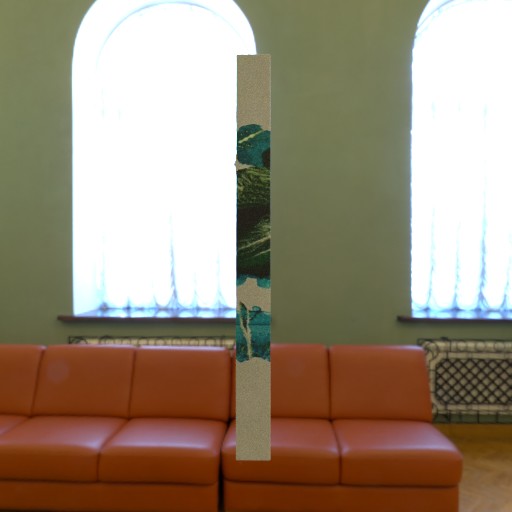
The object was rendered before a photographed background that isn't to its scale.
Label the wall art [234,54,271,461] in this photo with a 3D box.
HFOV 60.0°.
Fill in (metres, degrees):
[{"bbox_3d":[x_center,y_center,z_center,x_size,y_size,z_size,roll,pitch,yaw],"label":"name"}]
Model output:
[{"bbox_3d":[0.000,0.000,0.727,0.041,0.435,0.507,0,1,1],"label":"wall art"}]
